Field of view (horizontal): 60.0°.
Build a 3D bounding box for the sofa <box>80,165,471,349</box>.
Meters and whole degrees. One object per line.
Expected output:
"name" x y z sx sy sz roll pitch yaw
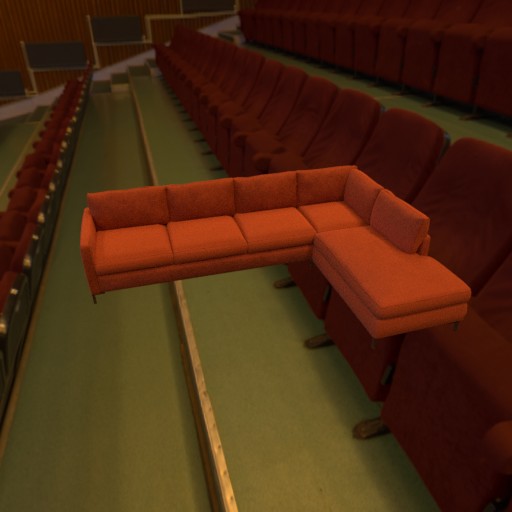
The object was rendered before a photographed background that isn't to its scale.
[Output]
"sofa" 0.000 0.000 3.630 2.736 0.757 1.879 -9 32 -14
